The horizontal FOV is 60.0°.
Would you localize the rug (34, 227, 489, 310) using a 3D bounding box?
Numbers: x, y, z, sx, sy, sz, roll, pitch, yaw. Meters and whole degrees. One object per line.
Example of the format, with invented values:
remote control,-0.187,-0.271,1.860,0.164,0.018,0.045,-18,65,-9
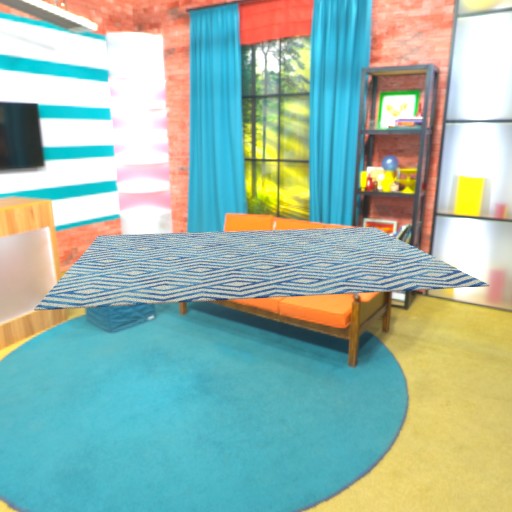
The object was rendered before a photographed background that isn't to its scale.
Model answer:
rug,0.000,0.000,2.340,1.830,0.008,1.225,-2,16,-8
